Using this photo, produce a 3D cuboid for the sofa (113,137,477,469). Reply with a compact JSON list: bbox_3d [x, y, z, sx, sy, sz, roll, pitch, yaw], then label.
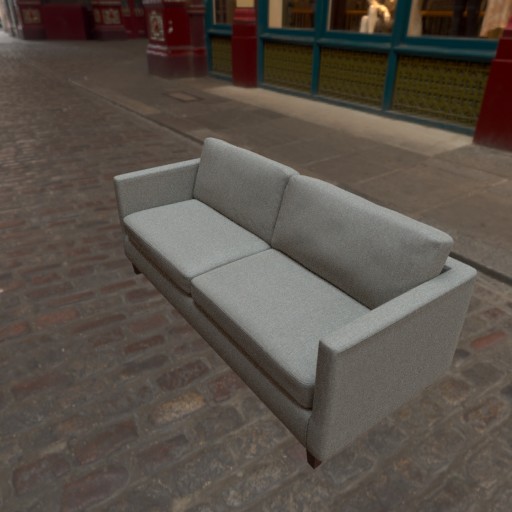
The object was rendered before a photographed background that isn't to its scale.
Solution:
[{"bbox_3d":[0.000,0.000,2.681,0.956,0.963,2.208,-20,36,-30],"label":"sofa"}]
